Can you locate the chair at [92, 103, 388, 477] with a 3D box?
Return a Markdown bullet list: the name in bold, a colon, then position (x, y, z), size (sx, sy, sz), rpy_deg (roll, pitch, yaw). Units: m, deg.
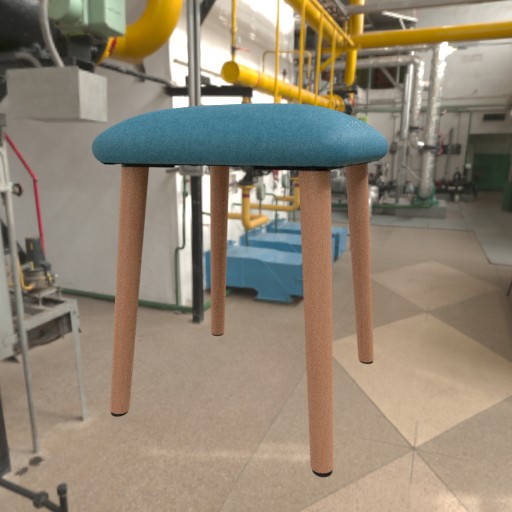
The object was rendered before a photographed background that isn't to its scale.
- **chair**: position (0.000, 0.000, 0.704), size (0.360, 0.450, 0.360), rpy_deg (6, 15, 23)
